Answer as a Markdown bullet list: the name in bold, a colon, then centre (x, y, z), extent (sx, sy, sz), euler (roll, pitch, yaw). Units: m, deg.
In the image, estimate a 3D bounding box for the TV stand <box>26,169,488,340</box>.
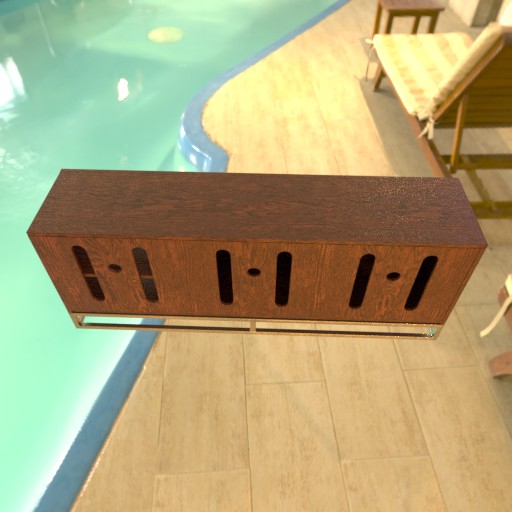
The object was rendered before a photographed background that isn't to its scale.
- **TV stand**: centre (0.000, 0.000, 1.814), extent (1.541, 0.578, 0.382), euler (2, 47, 2)
